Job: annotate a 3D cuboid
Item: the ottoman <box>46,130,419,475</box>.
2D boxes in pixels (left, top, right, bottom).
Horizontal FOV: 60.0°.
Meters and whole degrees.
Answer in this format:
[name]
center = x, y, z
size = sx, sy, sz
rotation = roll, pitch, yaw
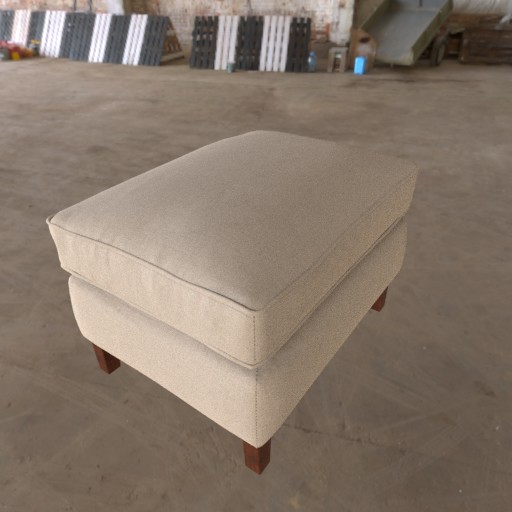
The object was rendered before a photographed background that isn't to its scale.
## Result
[ottoman]
center = 0.000, 0.000, 0.975
size = 0.501, 0.456, 0.665
rotation = 21, 38, 29
